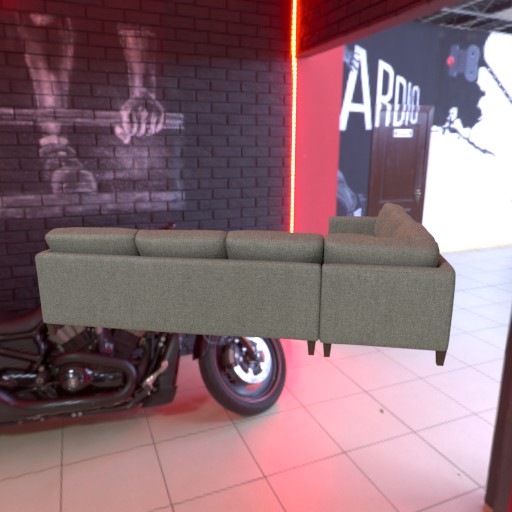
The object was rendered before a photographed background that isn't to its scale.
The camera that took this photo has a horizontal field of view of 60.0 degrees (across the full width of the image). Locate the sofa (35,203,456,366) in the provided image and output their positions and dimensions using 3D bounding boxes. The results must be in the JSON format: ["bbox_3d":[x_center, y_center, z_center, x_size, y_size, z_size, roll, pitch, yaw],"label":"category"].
[{"bbox_3d":[0.000,0.000,4.608,3.302,0.947,2.593,2,14,10],"label":"sofa"}]
